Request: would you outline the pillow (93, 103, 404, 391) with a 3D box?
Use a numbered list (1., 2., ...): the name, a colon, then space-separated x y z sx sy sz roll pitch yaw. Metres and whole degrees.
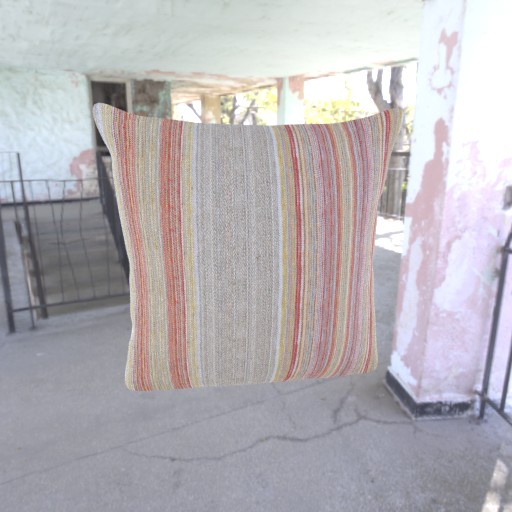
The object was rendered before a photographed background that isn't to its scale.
1. pillow: 0.000 0.000 0.691 0.451 0.449 0.191 -2 15 -8
